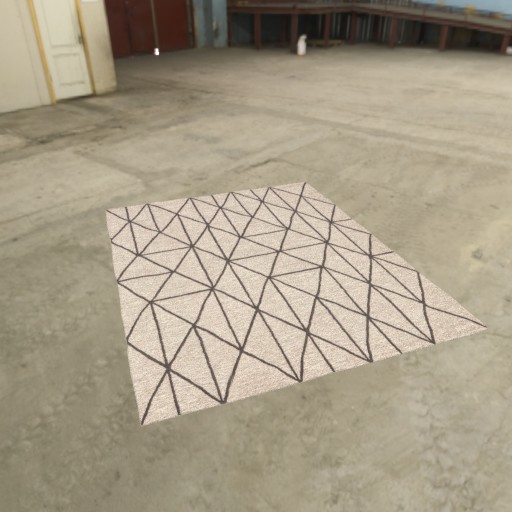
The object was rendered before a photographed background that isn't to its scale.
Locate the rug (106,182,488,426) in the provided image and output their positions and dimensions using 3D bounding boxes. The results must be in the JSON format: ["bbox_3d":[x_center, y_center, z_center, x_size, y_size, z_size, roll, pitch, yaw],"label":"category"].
[{"bbox_3d":[0.000,0.000,4.033,2.468,0.022,3.061,-10,32,-17],"label":"rug"}]
